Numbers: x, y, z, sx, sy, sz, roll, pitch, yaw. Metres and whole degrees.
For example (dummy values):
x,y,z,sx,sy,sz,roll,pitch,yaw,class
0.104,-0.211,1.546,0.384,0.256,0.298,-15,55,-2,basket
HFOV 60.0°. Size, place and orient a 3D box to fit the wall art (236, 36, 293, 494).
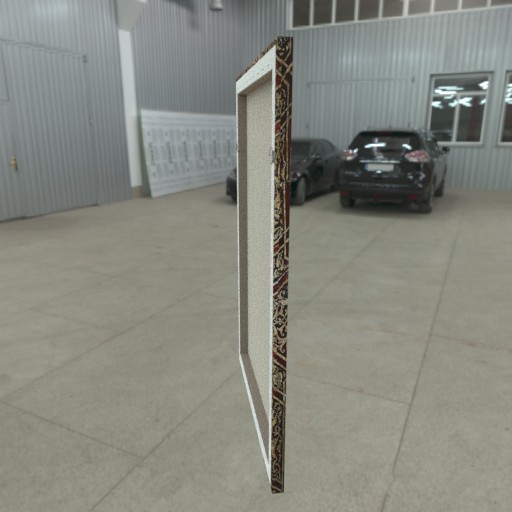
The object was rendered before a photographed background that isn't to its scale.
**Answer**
x,y,z,sx,sy,sz,roll,pitch,yaw,class
0.000,0.000,1.125,0.030,0.904,0.599,-2,16,-9,wall art
